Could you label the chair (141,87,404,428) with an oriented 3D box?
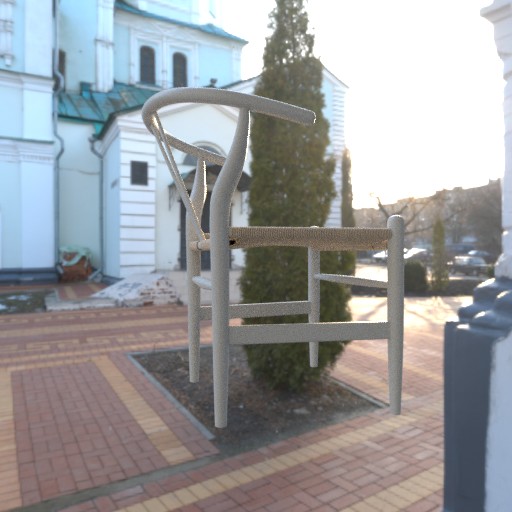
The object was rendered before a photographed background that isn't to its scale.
[{"bbox_3d":[0.000,0.000,1.161,0.579,0.730,0.569,0,1,-17],"label":"chair"}]
